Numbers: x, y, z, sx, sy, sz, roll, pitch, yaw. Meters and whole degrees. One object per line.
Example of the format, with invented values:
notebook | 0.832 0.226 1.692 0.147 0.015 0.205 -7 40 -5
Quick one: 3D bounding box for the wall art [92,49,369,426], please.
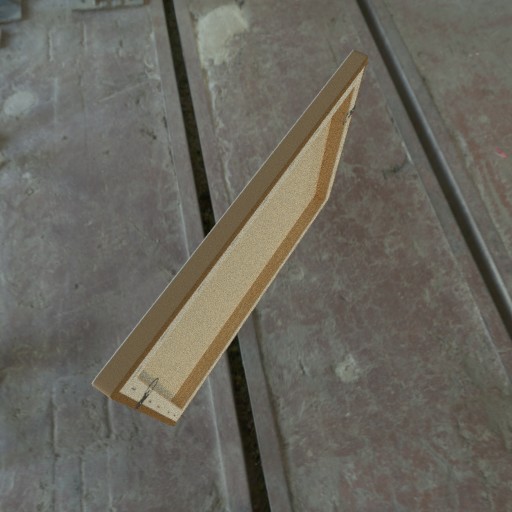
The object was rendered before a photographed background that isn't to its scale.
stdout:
wall art | 0.000 0.000 0.478 0.019 0.254 0.380 30 69 13
